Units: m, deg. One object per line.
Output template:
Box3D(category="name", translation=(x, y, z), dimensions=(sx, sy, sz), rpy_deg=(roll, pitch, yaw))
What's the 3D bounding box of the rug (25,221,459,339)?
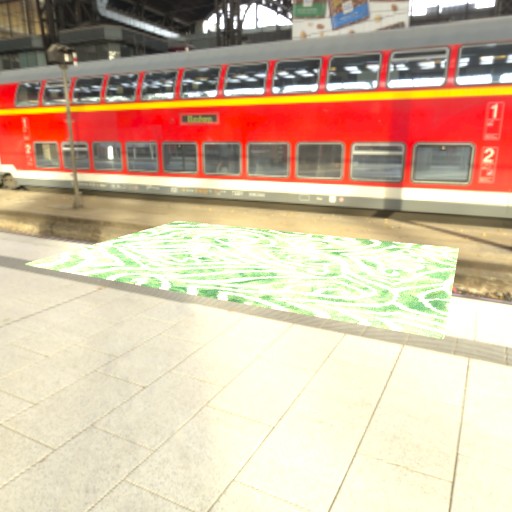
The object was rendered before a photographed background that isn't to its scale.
Box3D(category="rug", translation=(0.000, 0.000, 2.229), dimensions=(1.826, 0.006, 1.220), rpy_deg=(7, 17, 25))
